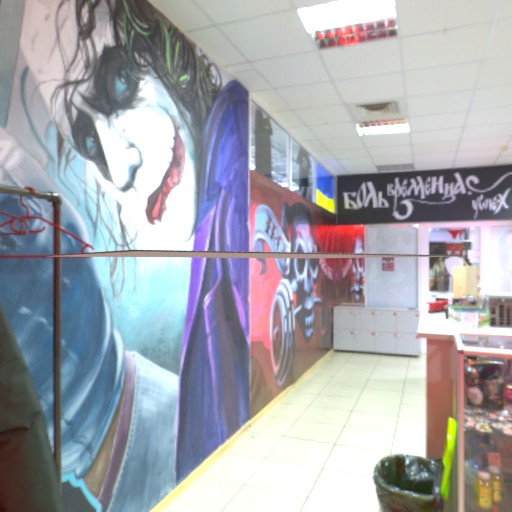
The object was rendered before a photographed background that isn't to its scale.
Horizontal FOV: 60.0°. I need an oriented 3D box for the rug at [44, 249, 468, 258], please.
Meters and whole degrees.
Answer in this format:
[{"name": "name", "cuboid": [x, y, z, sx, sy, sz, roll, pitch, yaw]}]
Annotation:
[{"name": "rug", "cuboid": [0.000, 0.000, 5.087, 3.957, 0.011, 2.894, 1, -1, -36]}]
